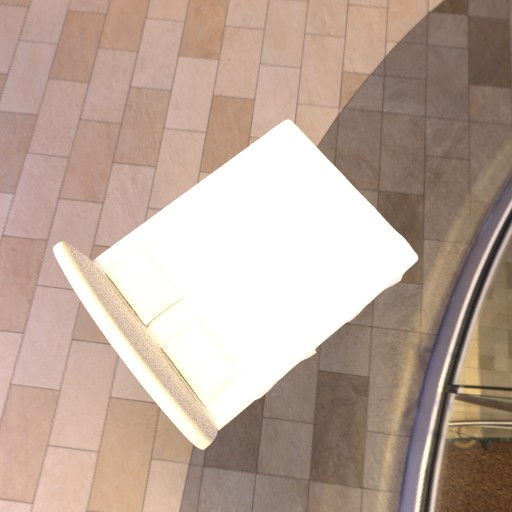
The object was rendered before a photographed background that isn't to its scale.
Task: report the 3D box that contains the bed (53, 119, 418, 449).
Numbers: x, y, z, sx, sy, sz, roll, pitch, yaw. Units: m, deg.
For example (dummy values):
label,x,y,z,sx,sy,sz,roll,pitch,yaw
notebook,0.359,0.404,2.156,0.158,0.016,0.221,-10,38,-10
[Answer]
label,x,y,z,sx,sy,sz,roll,pitch,yaw
bed,0.000,0.000,3.129,2.005,1.410,1.607,-38,78,-9
